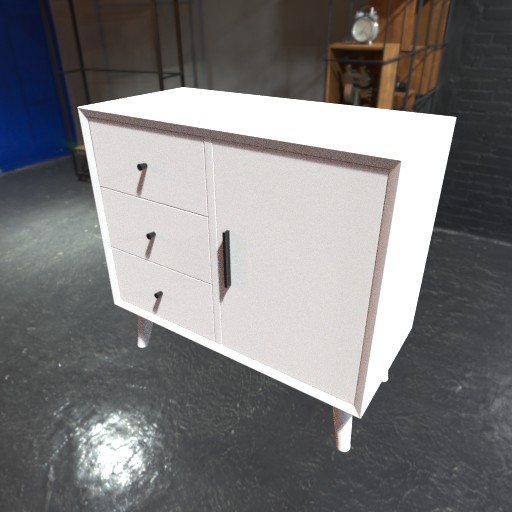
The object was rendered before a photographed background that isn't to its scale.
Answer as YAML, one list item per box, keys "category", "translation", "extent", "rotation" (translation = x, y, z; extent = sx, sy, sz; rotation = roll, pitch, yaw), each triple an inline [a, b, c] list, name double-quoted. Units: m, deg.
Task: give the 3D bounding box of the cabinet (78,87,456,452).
- category: "cabinet"
  translation: [0.000, 0.000, 1.212]
  extent: [0.800, 0.761, 0.398]
  rotation: [18, 33, 29]
